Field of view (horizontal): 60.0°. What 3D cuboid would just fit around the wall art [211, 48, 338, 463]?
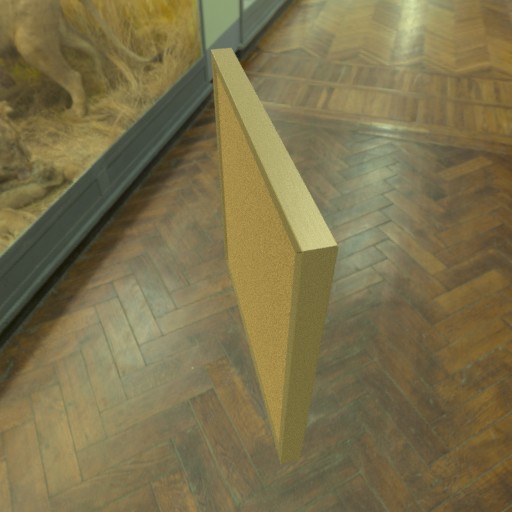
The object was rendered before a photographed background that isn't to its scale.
[{"bbox_3d":[0.000,0.000,0.762,0.036,0.509,0.509,-10,46,-10],"label":"wall art"}]
